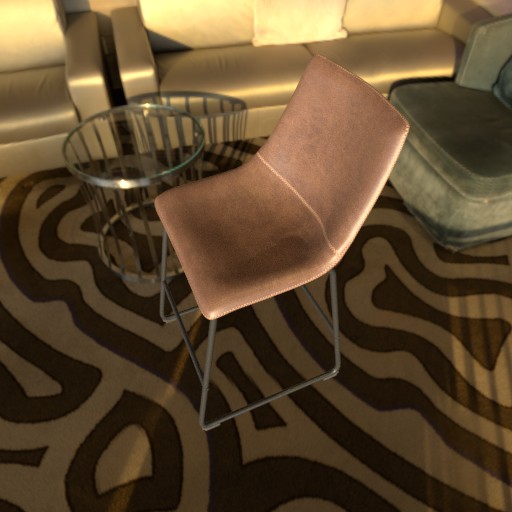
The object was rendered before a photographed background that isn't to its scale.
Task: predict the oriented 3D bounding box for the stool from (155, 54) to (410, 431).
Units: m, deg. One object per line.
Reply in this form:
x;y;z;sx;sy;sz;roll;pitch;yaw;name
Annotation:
0.000;0.000;1.226;0.550;0.890;0.460;-18;49;-16;stool
